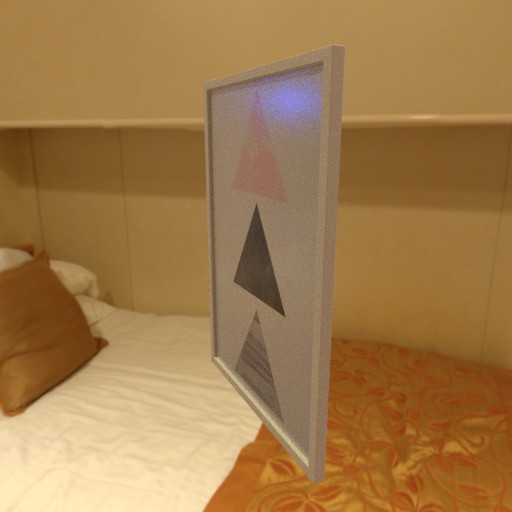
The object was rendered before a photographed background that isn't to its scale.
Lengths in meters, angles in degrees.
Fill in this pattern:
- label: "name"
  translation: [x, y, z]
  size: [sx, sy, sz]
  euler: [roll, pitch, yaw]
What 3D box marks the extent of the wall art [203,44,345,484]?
- label: "wall art"
  translation: [0.000, 0.000, 0.552]
  size: [0.013, 0.433, 0.303]
  euler: [-8, 17, -26]
